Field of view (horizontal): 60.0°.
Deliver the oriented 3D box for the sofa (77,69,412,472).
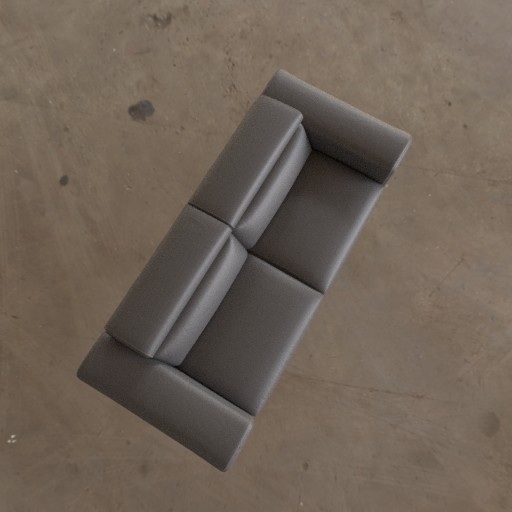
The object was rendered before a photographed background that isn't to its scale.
[{"bbox_3d":[0.000,0.000,2.839,1.023,0.759,2.321,30,78,7],"label":"sofa"}]
